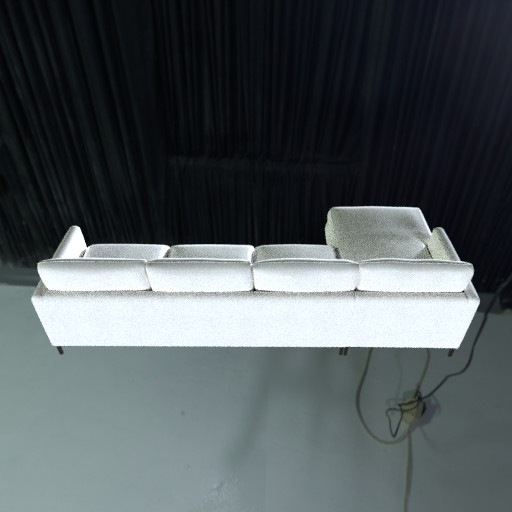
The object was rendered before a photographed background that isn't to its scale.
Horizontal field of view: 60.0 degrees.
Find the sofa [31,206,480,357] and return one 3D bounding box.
[{"bbox_3d":[0.000,0.000,3.754,3.186,0.875,1.467,0,40,0],"label":"sofa"}]
